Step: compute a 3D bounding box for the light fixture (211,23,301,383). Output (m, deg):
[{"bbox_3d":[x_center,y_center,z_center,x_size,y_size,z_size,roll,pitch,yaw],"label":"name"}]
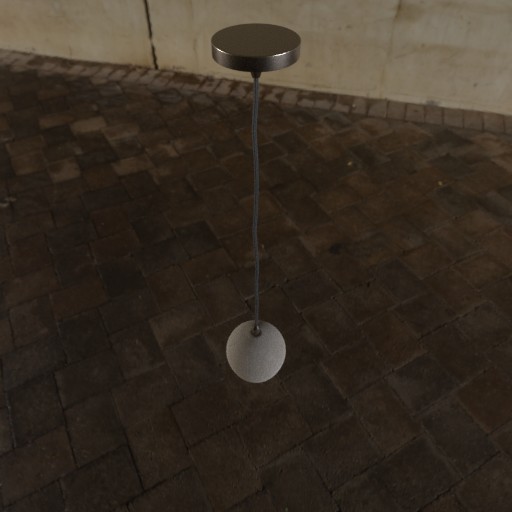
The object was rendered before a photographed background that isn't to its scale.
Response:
[{"bbox_3d":[0.000,0.000,0.818,0.139,0.764,0.139,-32,54,-28],"label":"light fixture"}]
